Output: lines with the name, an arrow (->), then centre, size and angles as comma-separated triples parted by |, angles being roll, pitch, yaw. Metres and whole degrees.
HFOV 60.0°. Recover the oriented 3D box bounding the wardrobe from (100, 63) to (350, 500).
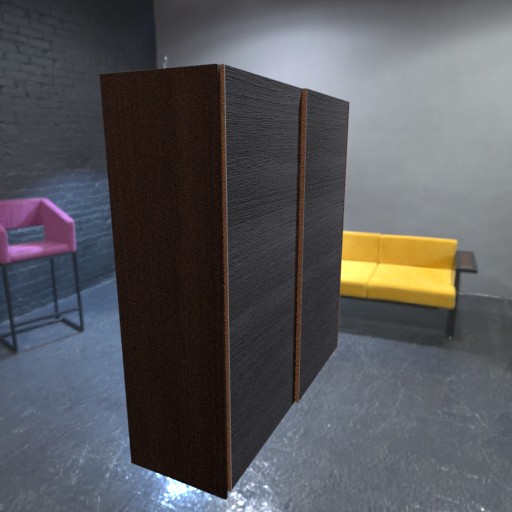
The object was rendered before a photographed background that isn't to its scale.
wardrobe -> 0.000, 0.000, 2.783 | 0.629, 1.960, 1.780 | 7, 16, 25
